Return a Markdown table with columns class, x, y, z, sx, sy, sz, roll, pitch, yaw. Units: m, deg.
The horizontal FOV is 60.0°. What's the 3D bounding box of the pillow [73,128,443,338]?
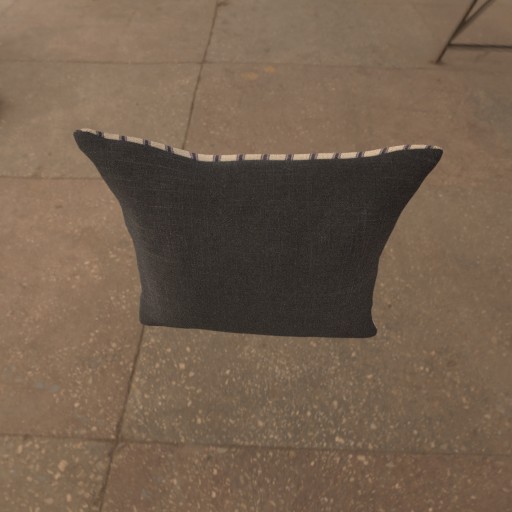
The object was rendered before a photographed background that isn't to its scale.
| class | x | y | z | sx | sy | sz | roll | pitch | yaw |
| --- | --- | --- | --- | --- | --- | --- | --- | --- | --- |
| pillow | 0.000 | 0.000 | 0.714 | 0.468 | 0.444 | 0.138 | 3 | 48 | 3 |
